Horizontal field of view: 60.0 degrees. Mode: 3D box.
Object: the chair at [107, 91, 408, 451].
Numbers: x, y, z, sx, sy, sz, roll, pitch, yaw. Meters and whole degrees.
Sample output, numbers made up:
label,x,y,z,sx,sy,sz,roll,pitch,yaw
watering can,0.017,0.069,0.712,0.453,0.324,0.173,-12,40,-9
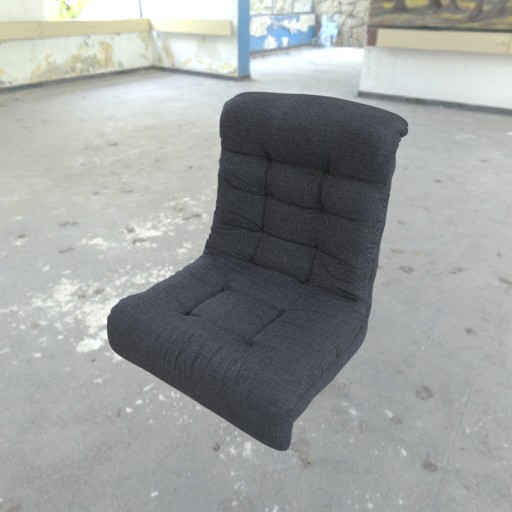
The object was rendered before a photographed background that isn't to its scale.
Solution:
label,x,y,z,sx,sy,sz,roll,pitch,yaw
chair,0.000,0.000,1.208,0.597,0.749,0.668,19,35,29
